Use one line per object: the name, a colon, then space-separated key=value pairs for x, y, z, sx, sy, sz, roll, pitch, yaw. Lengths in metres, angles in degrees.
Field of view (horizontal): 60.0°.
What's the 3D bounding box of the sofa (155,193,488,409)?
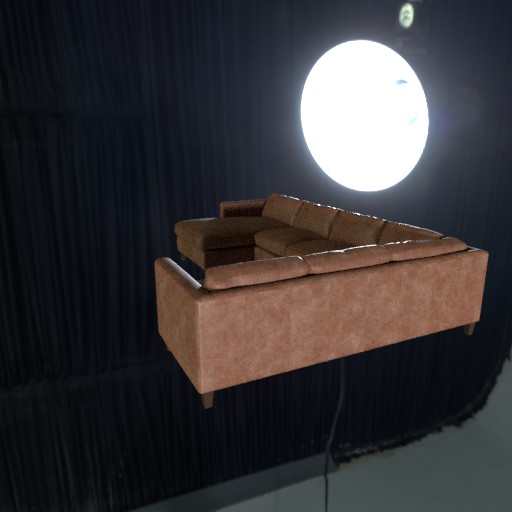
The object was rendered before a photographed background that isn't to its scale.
sofa: x=0.000 y=0.000 z=4.511 sx=2.430 sy=0.832 sz=3.401 roll=-7 pitch=17 yaw=-25
